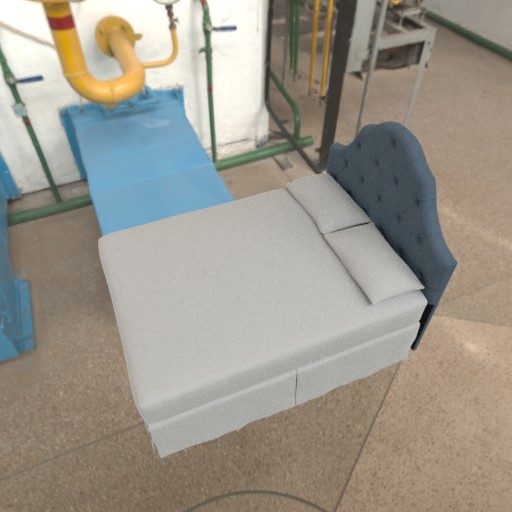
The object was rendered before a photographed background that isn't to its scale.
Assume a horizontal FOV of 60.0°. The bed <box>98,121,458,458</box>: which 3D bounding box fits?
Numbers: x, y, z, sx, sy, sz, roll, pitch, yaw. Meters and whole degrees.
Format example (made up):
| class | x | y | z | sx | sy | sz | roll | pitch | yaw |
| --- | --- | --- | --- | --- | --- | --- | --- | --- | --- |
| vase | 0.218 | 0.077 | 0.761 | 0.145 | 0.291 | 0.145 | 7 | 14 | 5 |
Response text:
| class | x | y | z | sx | sy | sz | roll | pitch | yaw |
| --- | --- | --- | --- | --- | --- | --- | --- | --- | --- |
| bed | 0.000 | 0.000 | 3.191 | 2.155 | 1.575 | 1.636 | -17 | 49 | -15 |
